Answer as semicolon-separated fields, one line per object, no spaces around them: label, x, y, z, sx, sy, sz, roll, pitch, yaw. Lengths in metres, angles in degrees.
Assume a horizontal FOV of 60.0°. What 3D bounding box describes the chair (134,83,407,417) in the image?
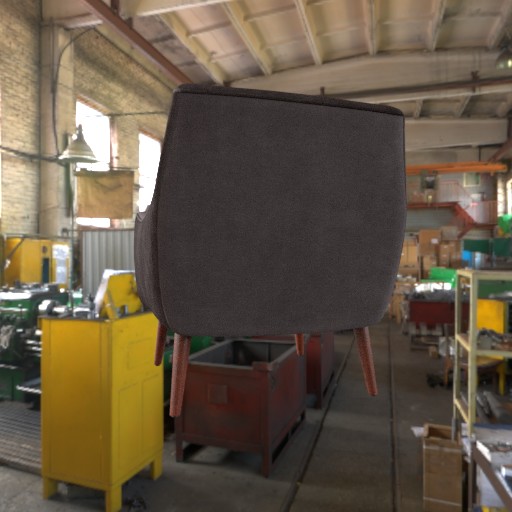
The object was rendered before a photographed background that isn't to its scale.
chair;0.000;0.000;1.466;0.762;0.838;0.787;0;0;-17
